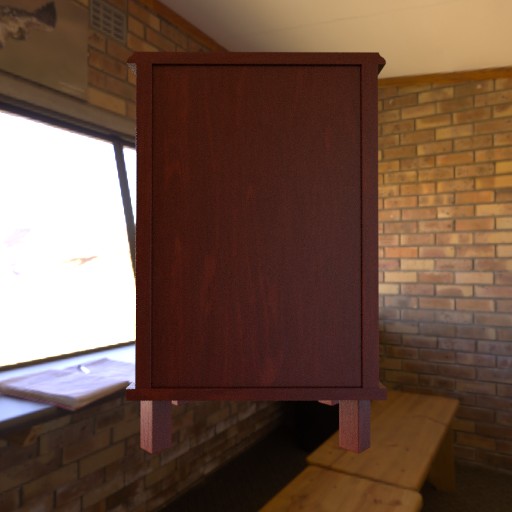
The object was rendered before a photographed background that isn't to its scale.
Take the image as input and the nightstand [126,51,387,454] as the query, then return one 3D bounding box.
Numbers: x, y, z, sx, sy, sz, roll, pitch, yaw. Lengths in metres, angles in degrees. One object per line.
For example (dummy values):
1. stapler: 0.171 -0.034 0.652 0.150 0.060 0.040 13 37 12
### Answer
1. nightstand: 0.000 0.000 0.915 0.435 0.681 0.351 0 -1 0
